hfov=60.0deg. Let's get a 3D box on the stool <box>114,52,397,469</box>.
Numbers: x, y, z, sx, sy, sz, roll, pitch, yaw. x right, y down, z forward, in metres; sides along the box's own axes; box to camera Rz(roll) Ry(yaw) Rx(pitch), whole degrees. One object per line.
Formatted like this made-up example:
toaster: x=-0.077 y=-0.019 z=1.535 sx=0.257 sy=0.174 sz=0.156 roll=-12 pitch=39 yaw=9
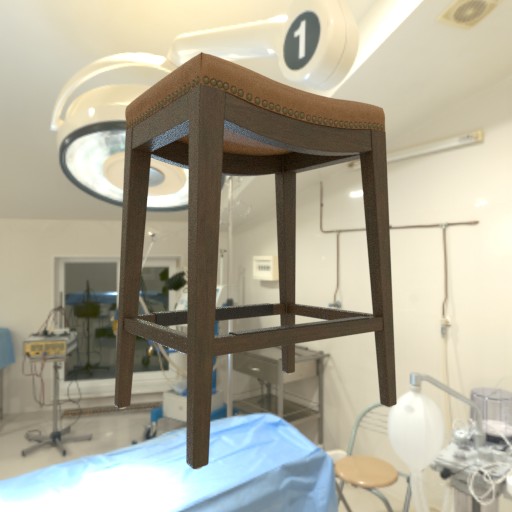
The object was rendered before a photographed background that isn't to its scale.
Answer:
stool: x=0.000 y=0.000 z=0.966 sx=0.500 sy=0.660 sz=0.361 roll=0 pitch=0 yaw=-36
